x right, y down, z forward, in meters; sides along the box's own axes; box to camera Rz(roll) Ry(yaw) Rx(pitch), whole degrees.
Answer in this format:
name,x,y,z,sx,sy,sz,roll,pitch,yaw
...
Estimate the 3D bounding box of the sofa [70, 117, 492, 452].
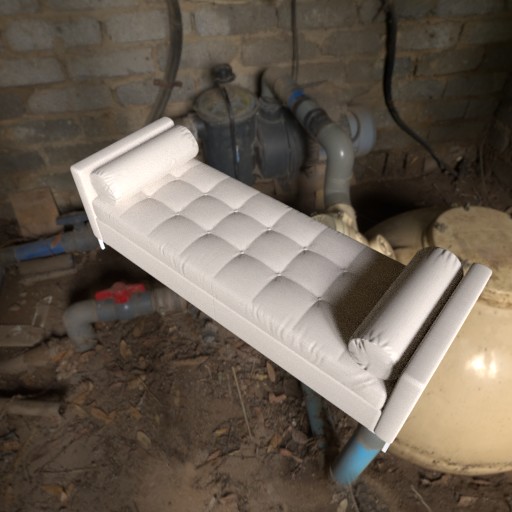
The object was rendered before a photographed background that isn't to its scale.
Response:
name,x,y,z,sx,sy,sz,roll,pitch,yaw
sofa,0.000,0.000,2.290,1.981,0.635,0.686,31,54,26
